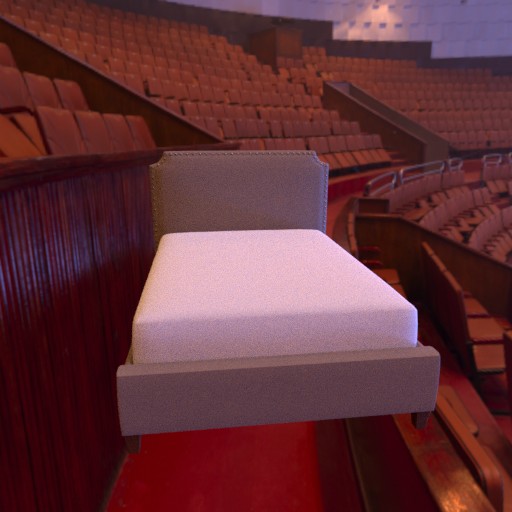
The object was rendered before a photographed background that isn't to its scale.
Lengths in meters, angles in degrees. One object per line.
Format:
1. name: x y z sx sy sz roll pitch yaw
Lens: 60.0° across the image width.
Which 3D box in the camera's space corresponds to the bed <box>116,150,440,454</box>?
1. bed: 0.000 0.000 3.303 1.713 1.443 2.372 -2 16 -7
